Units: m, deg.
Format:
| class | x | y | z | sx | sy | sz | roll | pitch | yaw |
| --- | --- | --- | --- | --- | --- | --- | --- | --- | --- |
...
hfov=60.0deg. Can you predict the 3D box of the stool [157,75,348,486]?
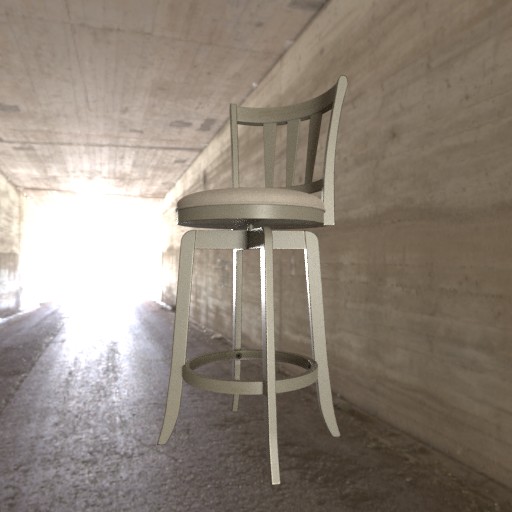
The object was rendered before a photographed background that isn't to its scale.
| class | x | y | z | sx | sy | sz | roll | pitch | yaw |
| --- | --- | --- | --- | --- | --- | --- | --- | --- | --- |
| stool | 0.000 | 0.000 | 1.278 | 0.436 | 1.042 | 0.475 | 0 | 0 | 35 |
